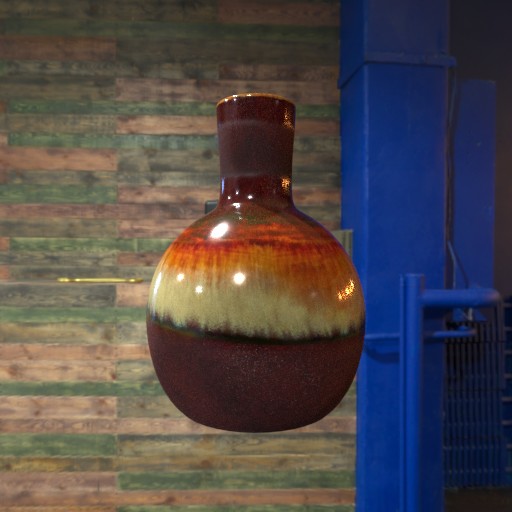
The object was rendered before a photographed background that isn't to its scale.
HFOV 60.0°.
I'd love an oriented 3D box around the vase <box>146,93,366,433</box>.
[{"bbox_3d":[0.000,0.000,0.230,0.111,0.154,0.111,0,1,0],"label":"vase"}]
